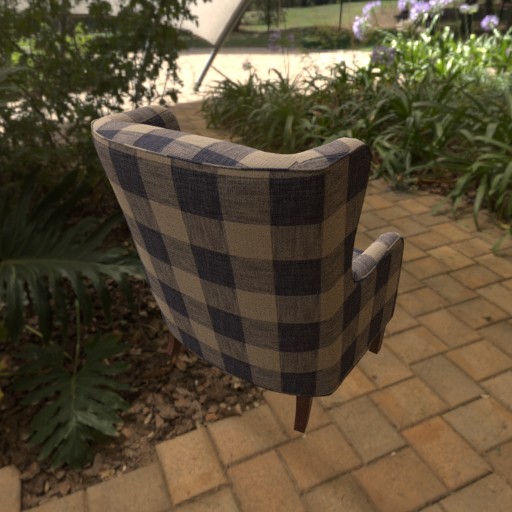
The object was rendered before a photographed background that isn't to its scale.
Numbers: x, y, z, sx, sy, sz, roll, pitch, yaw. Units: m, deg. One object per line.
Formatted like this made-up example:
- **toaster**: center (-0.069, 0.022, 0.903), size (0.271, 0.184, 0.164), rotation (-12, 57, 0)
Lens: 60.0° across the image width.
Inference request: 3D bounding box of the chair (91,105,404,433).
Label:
- **chair**: center (0.000, 0.000, 1.640), size (0.830, 1.041, 0.889), rotation (20, 35, 32)
